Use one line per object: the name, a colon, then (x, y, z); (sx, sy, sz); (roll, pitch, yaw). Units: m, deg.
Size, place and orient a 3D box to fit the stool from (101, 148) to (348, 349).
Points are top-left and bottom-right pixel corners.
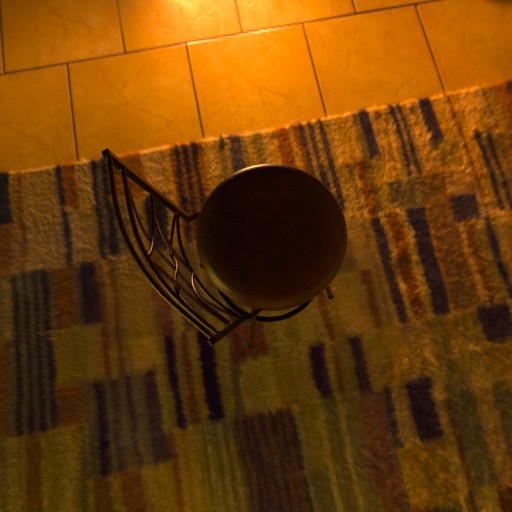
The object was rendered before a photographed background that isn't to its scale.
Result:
stool: (0.000, 0.000, 1.384); (0.534, 1.117, 0.434); (-30, 78, -7)
